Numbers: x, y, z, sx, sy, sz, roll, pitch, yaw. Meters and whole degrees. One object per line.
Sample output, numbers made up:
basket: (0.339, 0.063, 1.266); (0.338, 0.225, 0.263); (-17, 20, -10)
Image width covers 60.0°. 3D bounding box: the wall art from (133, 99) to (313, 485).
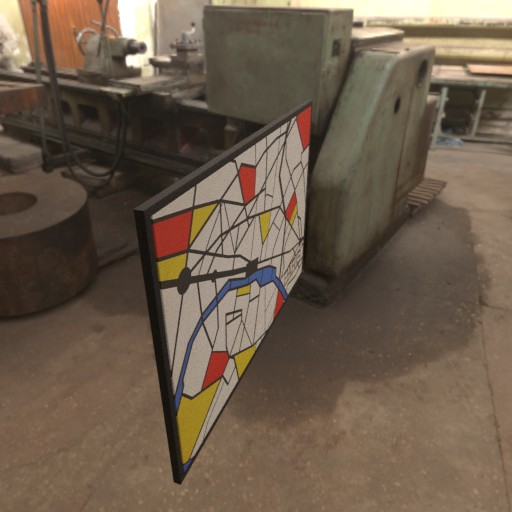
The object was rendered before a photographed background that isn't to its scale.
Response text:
wall art: (0.000, 0.000, 0.841); (0.013, 0.458, 0.664); (11, 31, 19)
